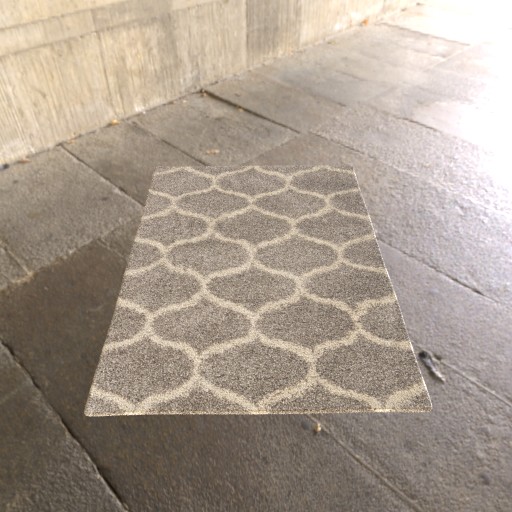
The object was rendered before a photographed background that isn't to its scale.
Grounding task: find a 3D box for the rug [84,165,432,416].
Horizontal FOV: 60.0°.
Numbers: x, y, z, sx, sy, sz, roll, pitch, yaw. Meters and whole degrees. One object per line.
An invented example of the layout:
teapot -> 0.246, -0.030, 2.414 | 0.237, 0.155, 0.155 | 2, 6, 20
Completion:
rug -> 0.000, 0.000, 2.105 | 1.200, 0.025, 1.600 | -1, 42, -1
